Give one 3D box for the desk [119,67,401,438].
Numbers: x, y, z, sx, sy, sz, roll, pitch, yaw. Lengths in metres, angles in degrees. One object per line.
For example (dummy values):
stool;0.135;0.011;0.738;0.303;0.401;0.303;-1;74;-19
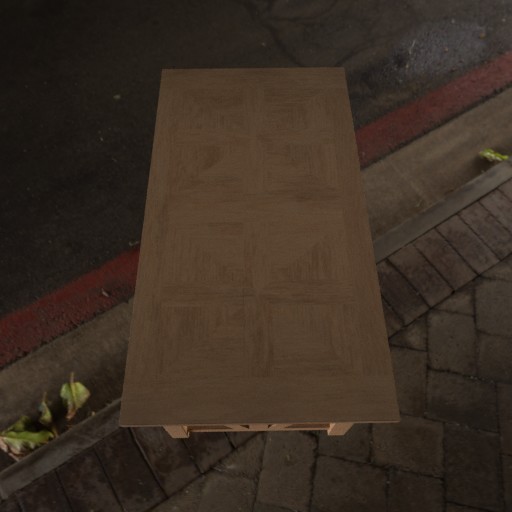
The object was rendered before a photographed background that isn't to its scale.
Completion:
desk;0.000;0.000;1.966;0.813;0.762;1.499;-1;62;0
